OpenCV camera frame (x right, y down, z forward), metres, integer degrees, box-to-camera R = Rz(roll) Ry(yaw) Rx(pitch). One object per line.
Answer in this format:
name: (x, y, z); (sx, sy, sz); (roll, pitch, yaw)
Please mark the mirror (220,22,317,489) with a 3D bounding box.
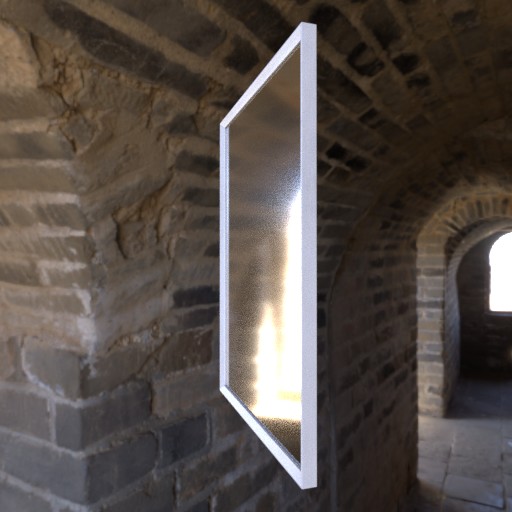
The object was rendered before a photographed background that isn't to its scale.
mirror: (0.000, 0.000, 1.331); (0.041, 1.016, 0.762); (0, 0, -18)
